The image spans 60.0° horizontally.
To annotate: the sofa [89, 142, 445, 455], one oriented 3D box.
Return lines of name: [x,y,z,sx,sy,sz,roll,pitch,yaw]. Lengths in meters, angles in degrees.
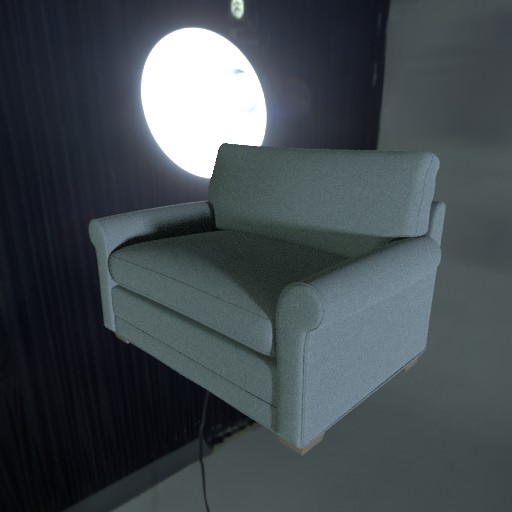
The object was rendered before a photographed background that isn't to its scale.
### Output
sofa: [0.000,0.000,2.014,1.410,0.953,0.940,16,23,42]
